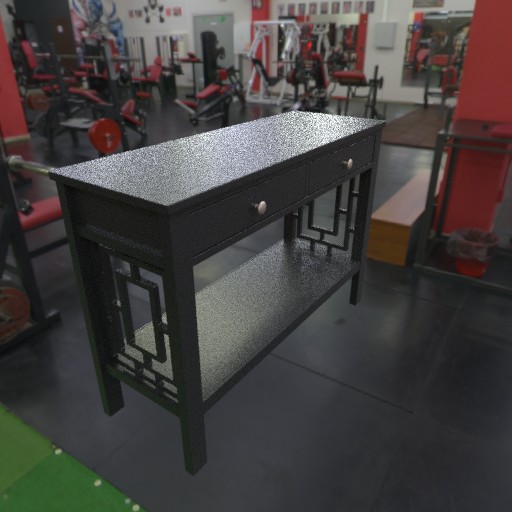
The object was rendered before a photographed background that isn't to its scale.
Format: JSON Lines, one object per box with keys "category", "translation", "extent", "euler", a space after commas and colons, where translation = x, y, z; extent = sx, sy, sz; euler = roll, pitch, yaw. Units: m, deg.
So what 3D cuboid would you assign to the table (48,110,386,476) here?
{"category": "table", "translation": [0.000, 0.000, 1.460], "extent": [0.397, 0.753, 1.068], "euler": [18, 32, 32]}
